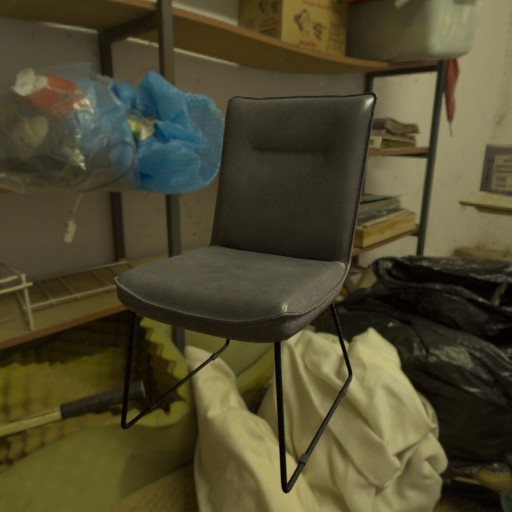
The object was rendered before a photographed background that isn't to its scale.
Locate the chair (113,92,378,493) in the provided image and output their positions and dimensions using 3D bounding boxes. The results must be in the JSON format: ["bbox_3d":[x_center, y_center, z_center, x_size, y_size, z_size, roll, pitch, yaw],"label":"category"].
[{"bbox_3d":[0.000,0.000,1.298,0.515,0.932,0.688,8,18,26],"label":"chair"}]
